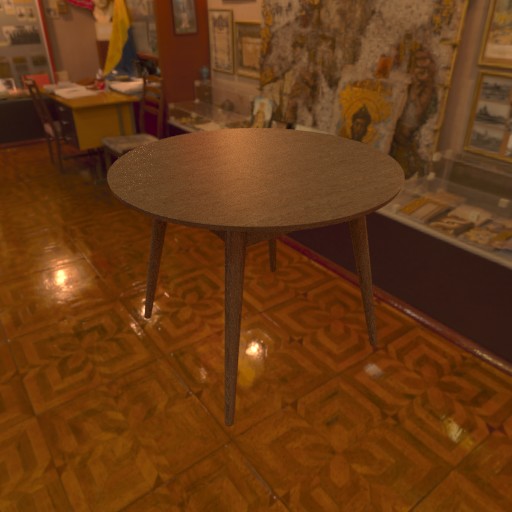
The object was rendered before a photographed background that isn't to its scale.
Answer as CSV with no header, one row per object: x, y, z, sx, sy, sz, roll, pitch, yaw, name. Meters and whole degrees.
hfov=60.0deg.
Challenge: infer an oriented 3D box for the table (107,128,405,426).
0.000,0.000,1.830,1.053,0.786,1.053,0,30,0,table
